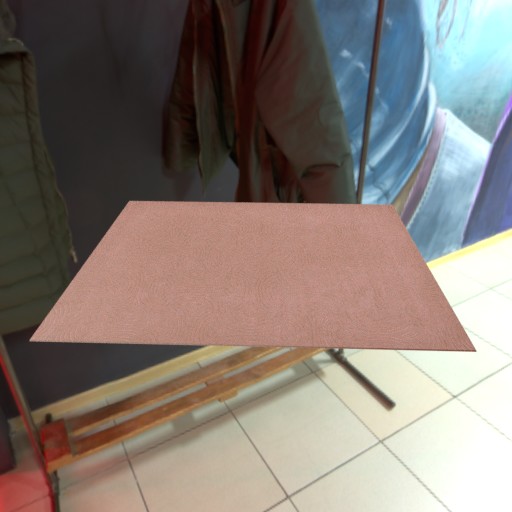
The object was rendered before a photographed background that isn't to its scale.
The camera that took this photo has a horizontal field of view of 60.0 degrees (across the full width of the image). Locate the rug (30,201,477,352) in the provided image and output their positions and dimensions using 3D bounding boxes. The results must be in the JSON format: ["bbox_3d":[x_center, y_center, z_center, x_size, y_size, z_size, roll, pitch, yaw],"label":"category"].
[{"bbox_3d":[0.000,0.000,3.450,2.584,0.011,2.073,1,30,2],"label":"rug"}]
